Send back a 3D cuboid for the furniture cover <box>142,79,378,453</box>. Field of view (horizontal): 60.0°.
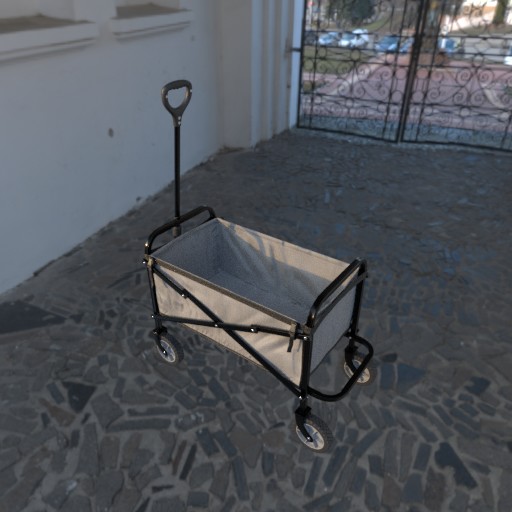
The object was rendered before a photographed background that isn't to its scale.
[{"bbox_3d":[0.000,0.000,1.834,1.038,1.295,0.532,21,37,30],"label":"furniture cover"}]
